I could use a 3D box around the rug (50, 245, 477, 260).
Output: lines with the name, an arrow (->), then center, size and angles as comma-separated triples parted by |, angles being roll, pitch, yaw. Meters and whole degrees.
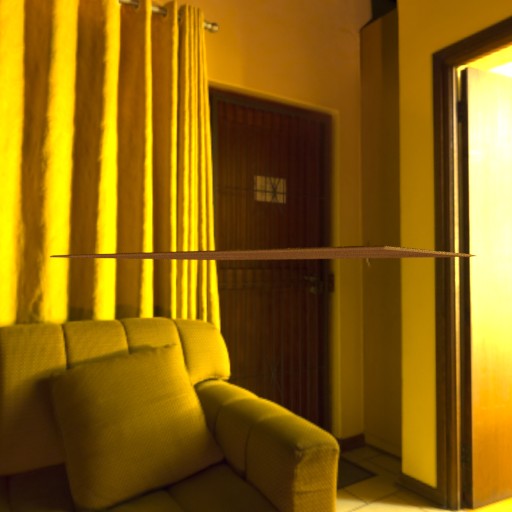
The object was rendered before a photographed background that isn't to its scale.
rug -> 0.000, 0.000, 2.265 | 1.824, 0.012, 1.206 | -1, -2, 37
